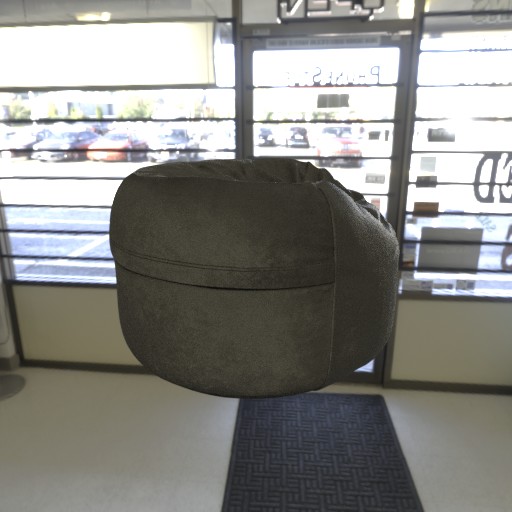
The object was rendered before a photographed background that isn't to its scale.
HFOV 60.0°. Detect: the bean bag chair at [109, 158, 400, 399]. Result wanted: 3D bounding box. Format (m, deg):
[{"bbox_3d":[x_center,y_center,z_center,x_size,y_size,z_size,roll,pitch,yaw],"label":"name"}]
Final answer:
[{"bbox_3d":[0.000,0.000,1.484,0.918,0.605,0.918,0,17,0],"label":"bean bag chair"}]
